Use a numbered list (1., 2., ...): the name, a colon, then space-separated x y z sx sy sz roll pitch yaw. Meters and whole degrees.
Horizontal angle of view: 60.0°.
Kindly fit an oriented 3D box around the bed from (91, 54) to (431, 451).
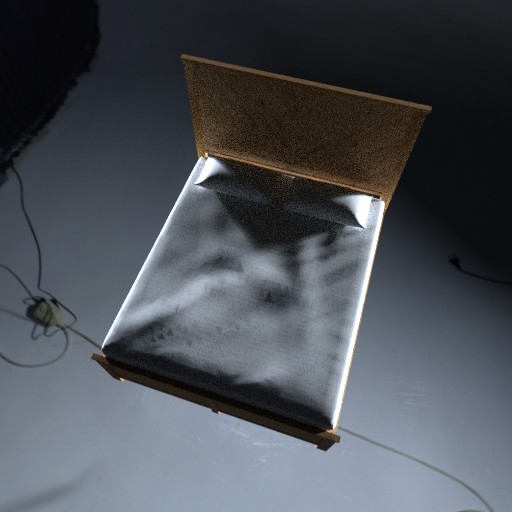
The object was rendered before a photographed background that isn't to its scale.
1. bed: 0.000 0.000 3.529 1.936 1.686 2.201 16 61 9
